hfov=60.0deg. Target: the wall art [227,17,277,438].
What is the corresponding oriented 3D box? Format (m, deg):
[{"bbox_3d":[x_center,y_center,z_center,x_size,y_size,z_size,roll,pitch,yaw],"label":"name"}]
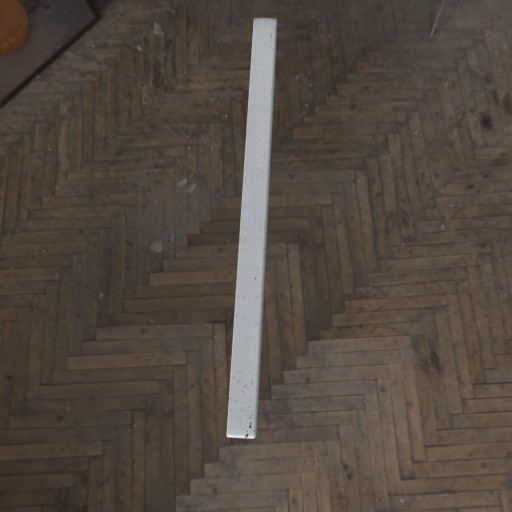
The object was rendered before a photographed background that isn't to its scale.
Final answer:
[{"bbox_3d":[0.000,0.000,0.906,0.040,0.611,0.610,3,76,1],"label":"wall art"}]
